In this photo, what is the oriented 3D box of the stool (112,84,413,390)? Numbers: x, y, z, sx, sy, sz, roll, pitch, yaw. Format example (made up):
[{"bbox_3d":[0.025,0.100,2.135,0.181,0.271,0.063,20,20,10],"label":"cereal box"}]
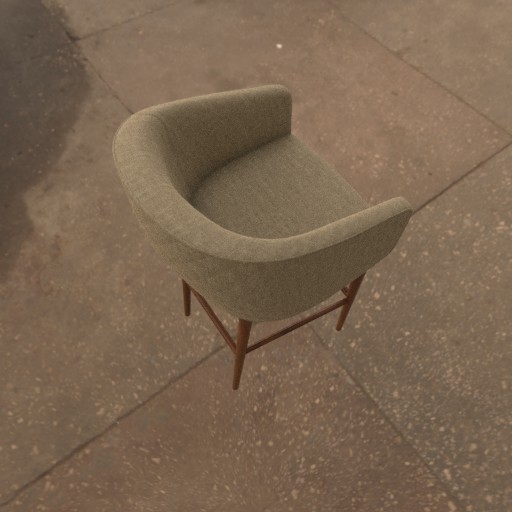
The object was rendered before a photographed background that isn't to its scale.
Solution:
[{"bbox_3d":[0.000,0.000,1.415,0.607,1.078,0.559,-31,64,-17],"label":"stool"}]
